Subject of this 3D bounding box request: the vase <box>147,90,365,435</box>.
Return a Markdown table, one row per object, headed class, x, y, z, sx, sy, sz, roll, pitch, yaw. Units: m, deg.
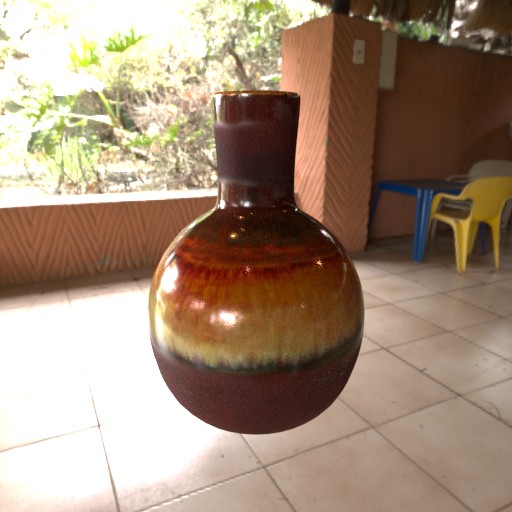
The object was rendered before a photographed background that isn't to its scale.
| class | x | y | z | sx | sy | sz | roll | pitch | yaw |
| --- | --- | --- | --- | --- | --- | --- | --- | --- | --- |
| vase | 0.000 | 0.000 | 0.225 | 0.111 | 0.154 | 0.111 | 0 | 15 | 0 |
